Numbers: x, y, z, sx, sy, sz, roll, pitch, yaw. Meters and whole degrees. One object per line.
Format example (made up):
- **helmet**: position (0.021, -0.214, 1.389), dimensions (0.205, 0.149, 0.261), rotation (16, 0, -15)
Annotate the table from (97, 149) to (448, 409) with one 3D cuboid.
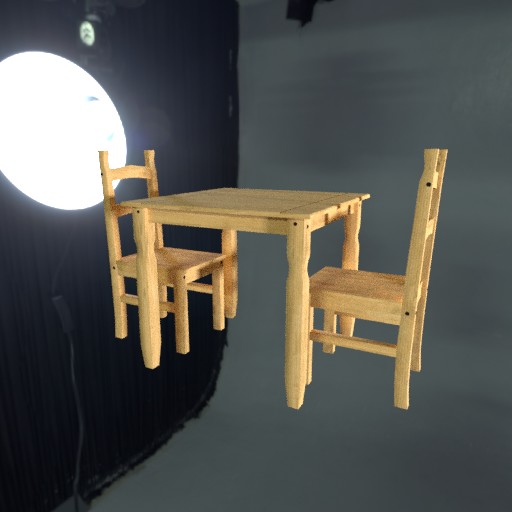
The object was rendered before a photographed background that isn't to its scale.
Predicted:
- **table**: position (0.000, 0.000, 2.020), dimensions (1.501, 0.942, 0.813), rotation (7, 15, 27)
